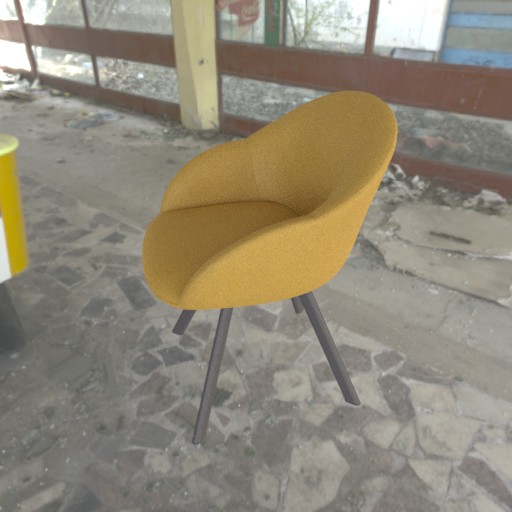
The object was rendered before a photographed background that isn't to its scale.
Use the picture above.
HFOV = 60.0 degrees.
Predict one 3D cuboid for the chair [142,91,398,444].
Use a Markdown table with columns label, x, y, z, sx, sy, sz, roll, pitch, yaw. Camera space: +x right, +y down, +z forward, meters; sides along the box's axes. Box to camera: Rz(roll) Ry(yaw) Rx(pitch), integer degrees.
| label | x | y | z | sx | sy | sz | roll | pitch | yaw |
| --- | --- | --- | --- | --- | --- | --- | --- | --- | --- |
| chair | 0.000 | 0.000 | 1.181 | 0.583 | 0.793 | 0.551 | -8 | 33 | -13 |
